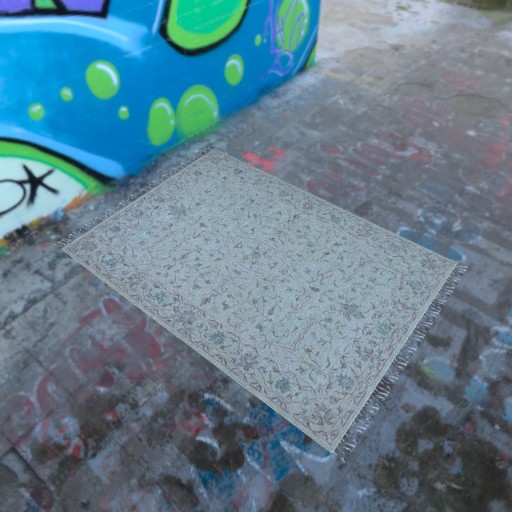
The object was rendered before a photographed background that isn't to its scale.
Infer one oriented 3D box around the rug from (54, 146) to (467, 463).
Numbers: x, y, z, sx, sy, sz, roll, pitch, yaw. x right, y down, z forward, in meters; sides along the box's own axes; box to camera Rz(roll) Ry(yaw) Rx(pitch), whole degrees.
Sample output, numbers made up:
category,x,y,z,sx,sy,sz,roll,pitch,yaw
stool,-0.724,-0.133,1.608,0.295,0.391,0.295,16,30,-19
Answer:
category,x,y,z,sx,sy,sz,roll,pitch,yaw
rug,0.000,0.000,2.327,1.802,0.008,1.247,30,54,25
